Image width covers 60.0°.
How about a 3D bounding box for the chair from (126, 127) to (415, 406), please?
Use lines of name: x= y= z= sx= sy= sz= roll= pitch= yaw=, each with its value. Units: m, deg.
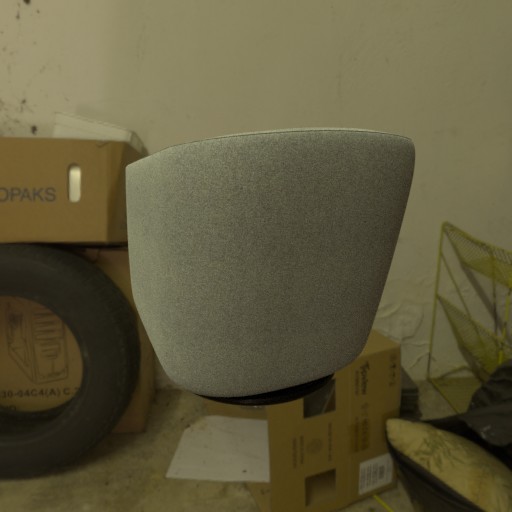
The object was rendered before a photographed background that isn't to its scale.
chair: x=0.000 y=0.000 z=1.617 sx=0.822 sy=0.861 sz=0.986 roll=-7 pitch=15 yaw=-26
